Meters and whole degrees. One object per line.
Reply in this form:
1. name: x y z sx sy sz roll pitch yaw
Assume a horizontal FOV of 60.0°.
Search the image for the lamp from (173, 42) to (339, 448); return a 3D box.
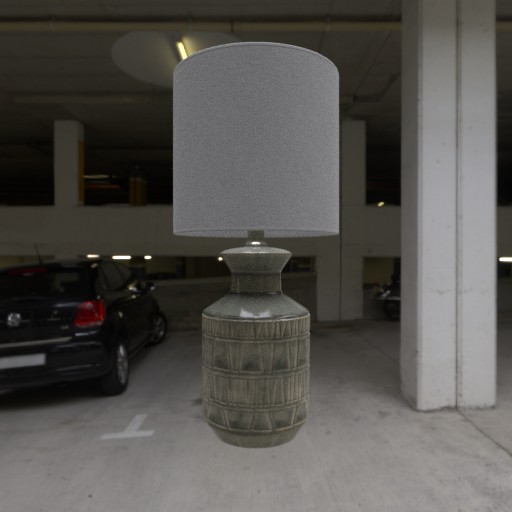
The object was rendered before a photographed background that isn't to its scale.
1. lamp: 0.000 0.000 0.576 0.211 0.455 0.211 0 0 0
